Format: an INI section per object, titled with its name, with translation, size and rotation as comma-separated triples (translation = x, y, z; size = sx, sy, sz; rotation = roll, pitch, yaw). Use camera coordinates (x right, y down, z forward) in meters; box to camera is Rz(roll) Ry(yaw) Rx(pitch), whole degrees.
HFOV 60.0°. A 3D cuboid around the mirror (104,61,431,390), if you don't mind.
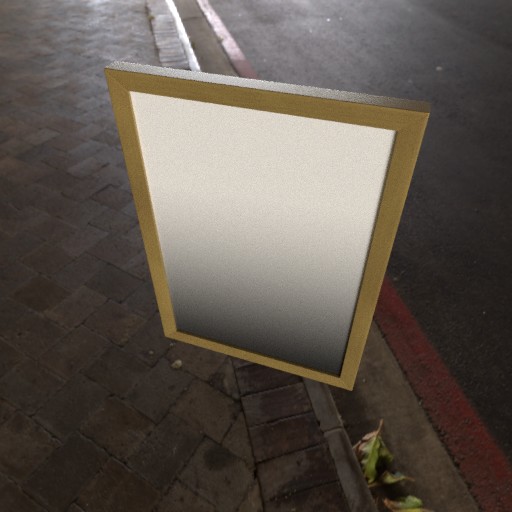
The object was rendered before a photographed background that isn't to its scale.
[mirror]
translation = 0.000, 0.000, 0.911
size = 0.507, 0.710, 0.040
rotation = 13, 44, 14
